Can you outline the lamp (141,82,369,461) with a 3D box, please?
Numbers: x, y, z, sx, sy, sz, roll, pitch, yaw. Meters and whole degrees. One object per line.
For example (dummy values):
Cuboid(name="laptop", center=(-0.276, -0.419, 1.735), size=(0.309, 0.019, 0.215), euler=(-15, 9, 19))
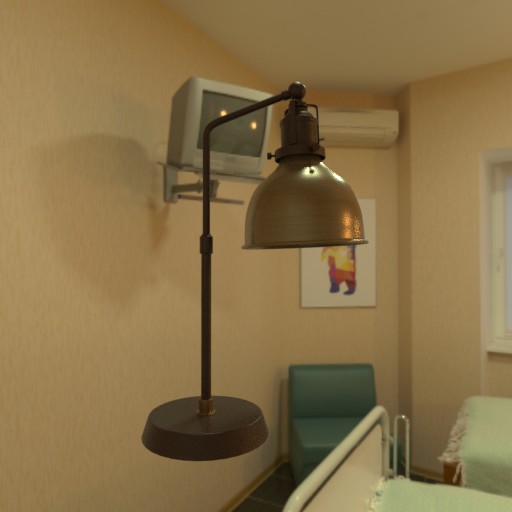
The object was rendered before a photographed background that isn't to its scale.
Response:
Cuboid(name="lamp", center=(0.000, 0.000, 0.593), size=(0.298, 0.469, 0.175), euler=(0, -1, 0))
